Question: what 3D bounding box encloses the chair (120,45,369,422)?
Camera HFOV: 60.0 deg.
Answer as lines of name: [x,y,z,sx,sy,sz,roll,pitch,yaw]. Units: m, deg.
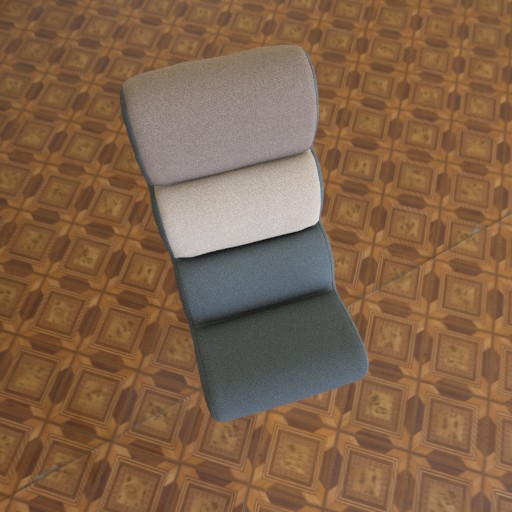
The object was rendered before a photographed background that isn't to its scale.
chair: [0.000,0.000,1.060,0.420,0.641,0.661,-15,67,-7]
